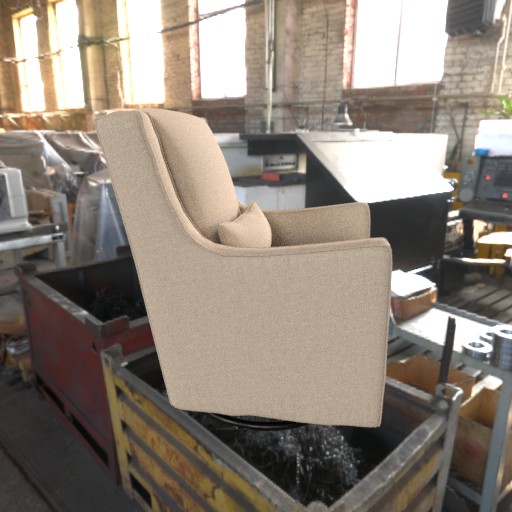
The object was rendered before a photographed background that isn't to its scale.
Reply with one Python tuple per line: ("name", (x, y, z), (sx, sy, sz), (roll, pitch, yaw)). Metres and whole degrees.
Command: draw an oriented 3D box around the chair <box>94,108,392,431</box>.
("chair", (0.000, 0.000, 1.572), (0.879, 0.993, 0.732), (2, 16, 8))
